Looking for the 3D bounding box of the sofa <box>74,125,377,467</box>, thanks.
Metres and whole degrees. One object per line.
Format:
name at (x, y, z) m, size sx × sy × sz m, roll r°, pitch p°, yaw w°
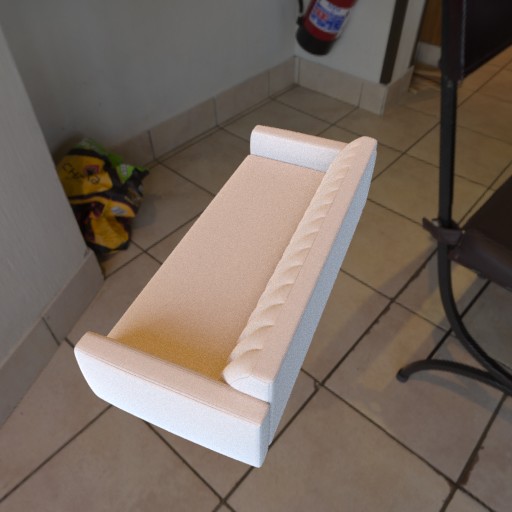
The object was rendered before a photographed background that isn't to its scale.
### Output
sofa at (0.000, 0.000, 2.813) m, size 0.990 × 0.821 × 2.291 m, roll 17°, pitch 48°, yaw 16°
